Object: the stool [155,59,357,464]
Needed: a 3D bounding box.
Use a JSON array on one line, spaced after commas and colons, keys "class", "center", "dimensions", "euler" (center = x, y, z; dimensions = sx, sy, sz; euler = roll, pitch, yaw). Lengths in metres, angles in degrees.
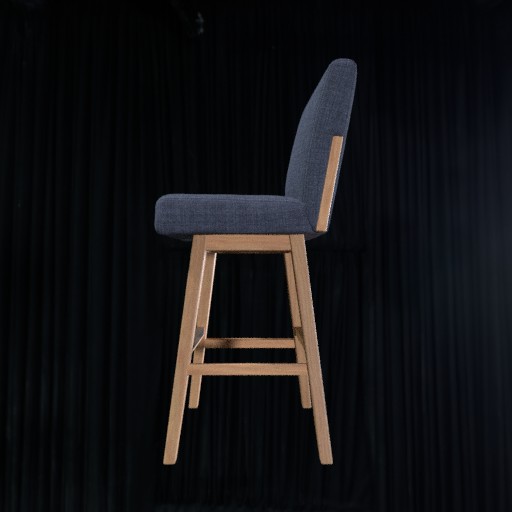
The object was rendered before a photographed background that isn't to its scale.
[{"class": "stool", "center": [0.000, 0.000, 1.423], "dimensions": [0.570, 1.112, 0.483], "euler": [0, -1, 0]}]
